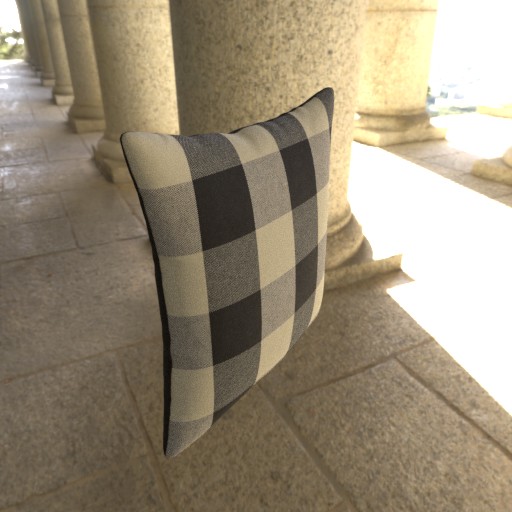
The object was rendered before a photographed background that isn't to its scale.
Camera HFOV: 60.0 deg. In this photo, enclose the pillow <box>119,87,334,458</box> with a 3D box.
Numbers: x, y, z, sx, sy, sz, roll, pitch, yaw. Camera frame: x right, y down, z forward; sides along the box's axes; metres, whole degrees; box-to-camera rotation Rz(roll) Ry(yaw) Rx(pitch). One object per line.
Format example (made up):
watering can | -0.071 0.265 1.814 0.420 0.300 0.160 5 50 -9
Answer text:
pillow | 0.000 0.000 0.773 0.161 0.509 0.511 17 32 30
